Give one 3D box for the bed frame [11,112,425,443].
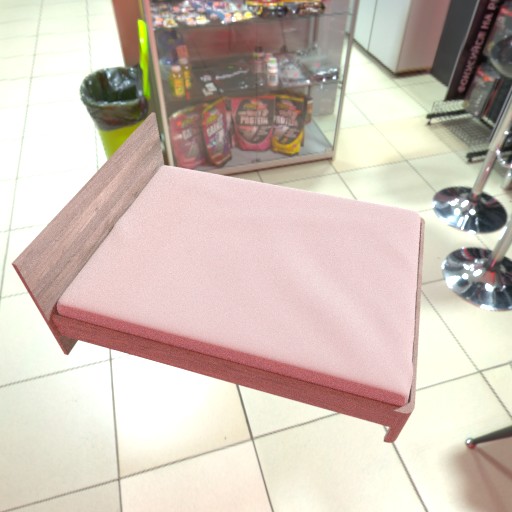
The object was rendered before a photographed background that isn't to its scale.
[{"bbox_3d":[0.000,0.000,2.669,1.950,0.800,1.490,12,47,11],"label":"bed frame"}]
